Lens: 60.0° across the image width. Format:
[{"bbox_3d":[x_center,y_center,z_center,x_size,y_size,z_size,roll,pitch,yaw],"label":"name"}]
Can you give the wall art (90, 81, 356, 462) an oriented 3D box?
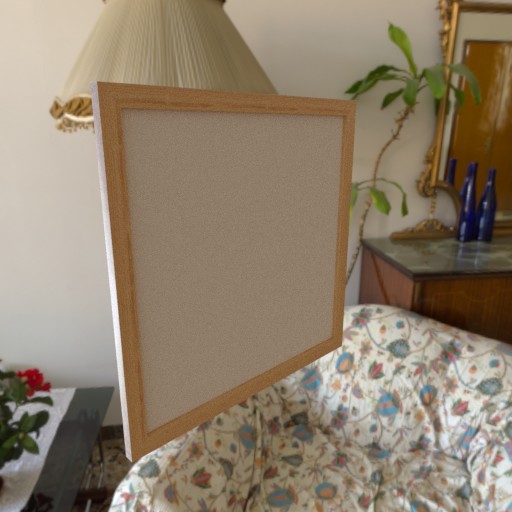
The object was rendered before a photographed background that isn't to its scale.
[{"bbox_3d":[0.000,0.000,1.106,0.762,0.762,0.027,-15,22,-42],"label":"wall art"}]
